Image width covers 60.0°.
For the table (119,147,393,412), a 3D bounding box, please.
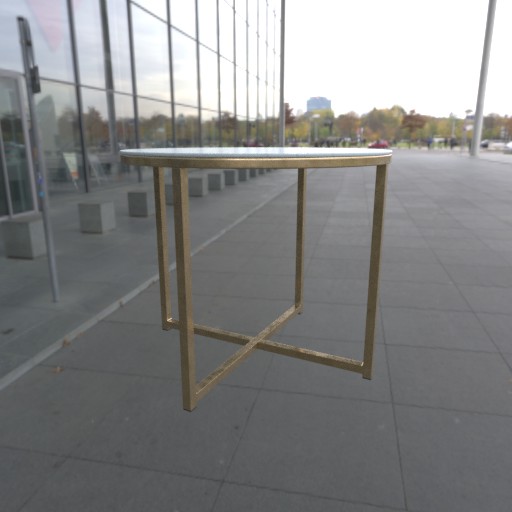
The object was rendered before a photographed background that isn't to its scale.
[{"bbox_3d":[0.000,0.000,0.900,0.500,0.420,0.500,0,15,0],"label":"table"}]
